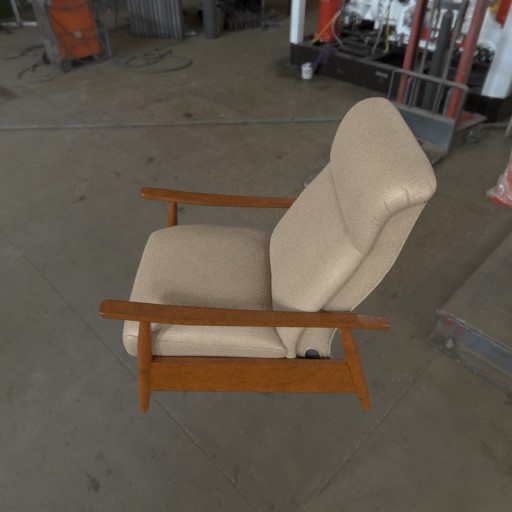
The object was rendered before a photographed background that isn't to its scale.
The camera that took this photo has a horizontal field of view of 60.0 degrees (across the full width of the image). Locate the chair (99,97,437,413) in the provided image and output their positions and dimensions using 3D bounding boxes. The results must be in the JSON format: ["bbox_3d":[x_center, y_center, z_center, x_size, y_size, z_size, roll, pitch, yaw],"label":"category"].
[{"bbox_3d":[0.000,0.000,1.775,1.032,1.082,0.762,0,41,0],"label":"chair"}]
